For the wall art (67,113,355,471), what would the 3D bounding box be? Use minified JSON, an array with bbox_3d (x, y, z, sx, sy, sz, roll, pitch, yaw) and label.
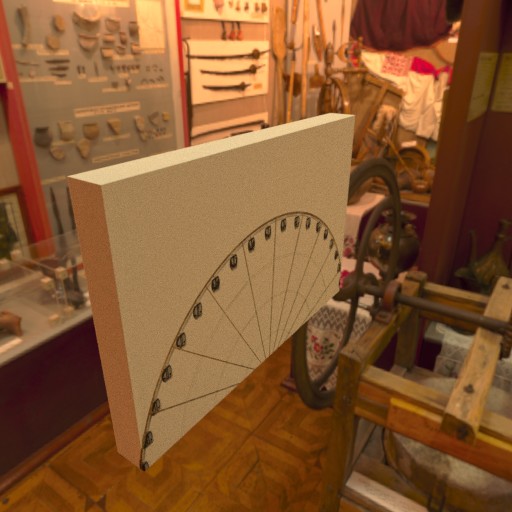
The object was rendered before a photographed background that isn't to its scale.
[{"bbox_3d":[0.000,0.000,0.479,0.039,0.254,0.384,17,30,32],"label":"wall art"}]
